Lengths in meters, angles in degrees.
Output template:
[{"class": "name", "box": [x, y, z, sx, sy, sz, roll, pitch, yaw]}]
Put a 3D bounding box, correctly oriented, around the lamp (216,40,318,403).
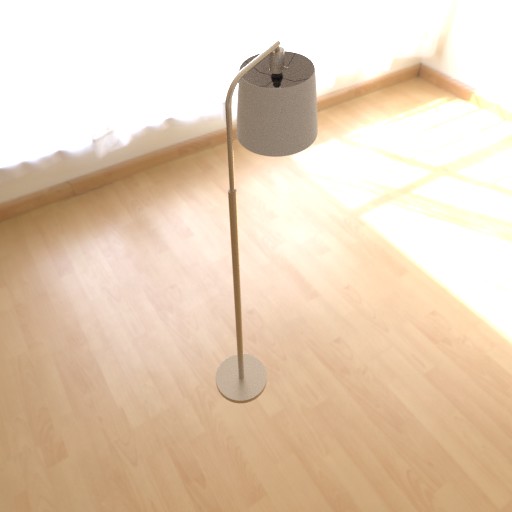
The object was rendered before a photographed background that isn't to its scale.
[{"class": "lamp", "box": [0.000, 0.000, 1.659, 0.254, 1.478, 0.508, 24, 51, 21]}]
